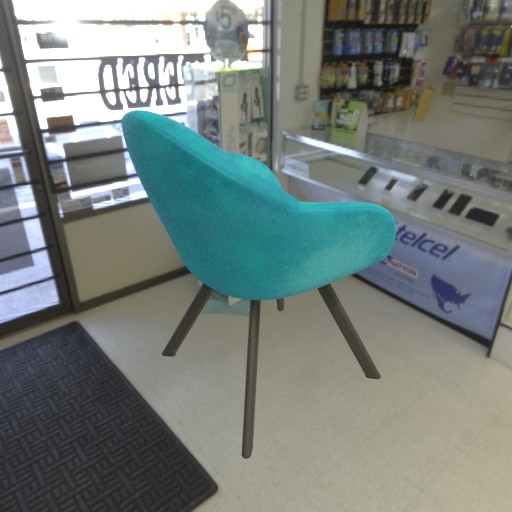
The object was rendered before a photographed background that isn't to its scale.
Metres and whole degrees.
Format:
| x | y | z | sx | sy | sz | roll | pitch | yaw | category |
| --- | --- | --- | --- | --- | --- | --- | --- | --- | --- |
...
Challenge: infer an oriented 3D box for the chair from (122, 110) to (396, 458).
| x | y | z | sx | sy | sz | roll | pitch | yaw | category |
| --- | --- | --- | --- | --- | --- | --- | --- | --- | --- |
| 0.000 | 0.000 | 1.185 | 0.590 | 0.795 | 0.550 | -18 | 33 | -31 | chair |
